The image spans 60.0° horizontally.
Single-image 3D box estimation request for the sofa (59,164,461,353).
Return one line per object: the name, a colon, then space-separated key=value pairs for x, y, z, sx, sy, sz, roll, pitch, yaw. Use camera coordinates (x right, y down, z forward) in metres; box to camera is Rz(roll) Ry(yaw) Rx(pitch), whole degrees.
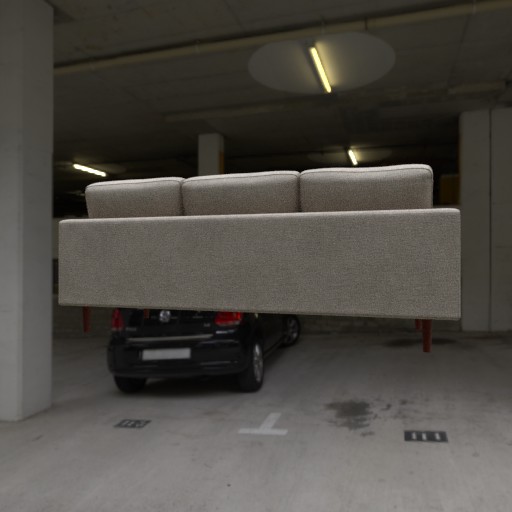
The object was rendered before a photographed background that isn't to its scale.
sofa: x=0.000 y=0.000 z=2.764 sx=2.246 sy=0.930 sz=0.903 roll=0 pitch=0 yaw=17
